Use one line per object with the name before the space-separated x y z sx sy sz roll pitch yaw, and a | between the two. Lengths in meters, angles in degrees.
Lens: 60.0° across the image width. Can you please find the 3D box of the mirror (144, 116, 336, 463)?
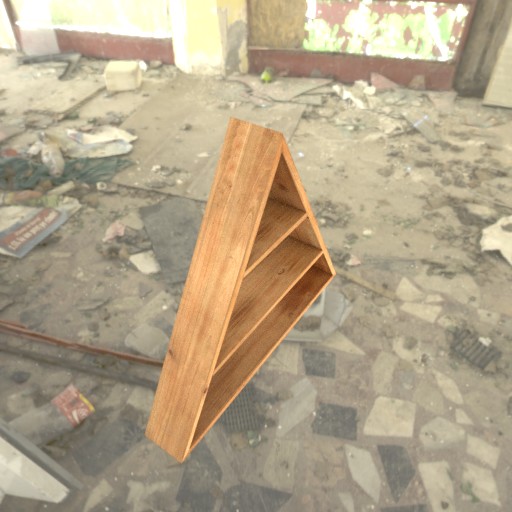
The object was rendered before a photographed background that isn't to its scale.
mirror | 0.000 0.000 0.871 0.100 0.548 0.631 25 48 25
